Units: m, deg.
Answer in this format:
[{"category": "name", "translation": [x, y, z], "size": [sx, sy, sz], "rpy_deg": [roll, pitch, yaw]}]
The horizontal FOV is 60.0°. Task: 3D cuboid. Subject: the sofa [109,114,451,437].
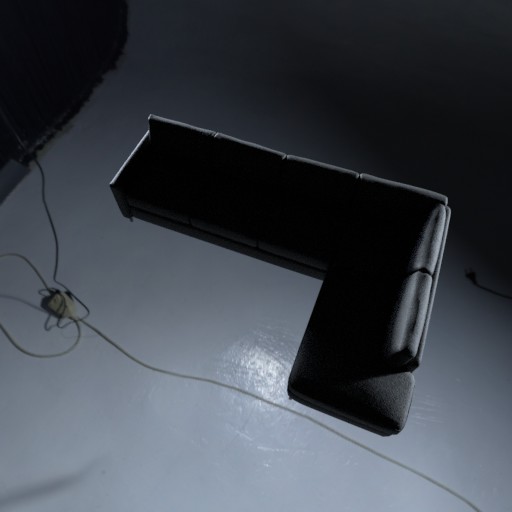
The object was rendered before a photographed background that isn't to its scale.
[{"category": "sofa", "translation": [0.000, 0.000, 3.823], "size": [2.972, 0.858, 1.984], "rpy_deg": [19, 61, 11]}]
